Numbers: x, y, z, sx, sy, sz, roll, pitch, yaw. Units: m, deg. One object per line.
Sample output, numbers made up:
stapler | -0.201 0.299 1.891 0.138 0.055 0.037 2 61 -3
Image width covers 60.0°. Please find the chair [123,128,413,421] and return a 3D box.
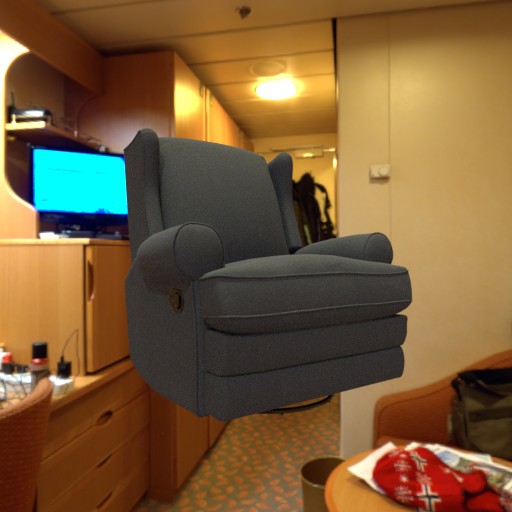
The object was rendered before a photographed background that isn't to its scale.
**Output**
chair | 0.000 0.000 1.731 0.971 1.020 0.877 0 0 -35
